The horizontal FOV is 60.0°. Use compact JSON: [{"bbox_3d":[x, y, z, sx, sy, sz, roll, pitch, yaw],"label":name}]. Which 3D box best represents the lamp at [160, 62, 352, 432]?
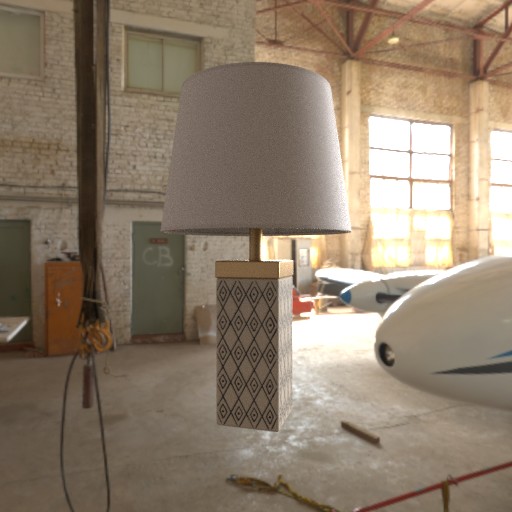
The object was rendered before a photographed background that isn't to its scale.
[{"bbox_3d":[0.000,0.000,0.596,0.251,0.435,0.251,0,1,0],"label":"lamp"}]
